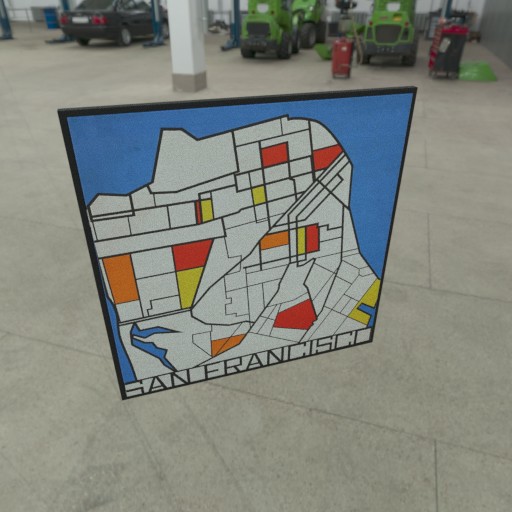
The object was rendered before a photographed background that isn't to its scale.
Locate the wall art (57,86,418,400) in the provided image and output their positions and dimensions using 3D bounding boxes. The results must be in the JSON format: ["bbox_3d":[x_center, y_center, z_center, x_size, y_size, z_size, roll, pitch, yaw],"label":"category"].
[{"bbox_3d":[0.000,0.000,0.664,0.458,0.457,0.013,-9,32,-15],"label":"wall art"}]
